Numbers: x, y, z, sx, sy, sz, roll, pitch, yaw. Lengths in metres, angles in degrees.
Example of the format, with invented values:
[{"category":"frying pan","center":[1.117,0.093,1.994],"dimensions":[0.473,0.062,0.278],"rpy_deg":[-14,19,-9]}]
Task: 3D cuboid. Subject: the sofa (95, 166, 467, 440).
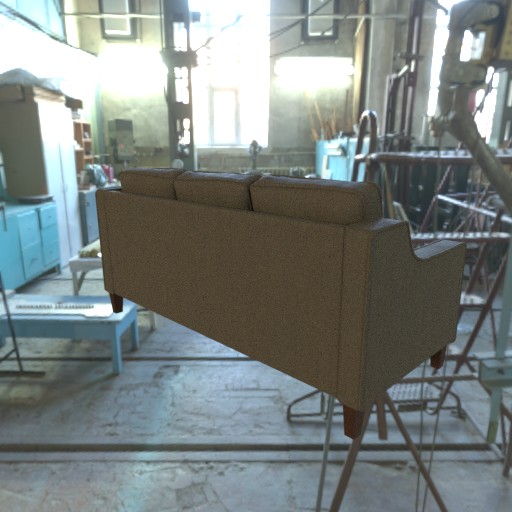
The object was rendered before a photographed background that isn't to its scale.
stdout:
[{"category":"sofa","center":[0.000,0.000,2.529],"dimensions":[1.986,0.974,0.911],"rpy_deg":[14,20,43]}]
